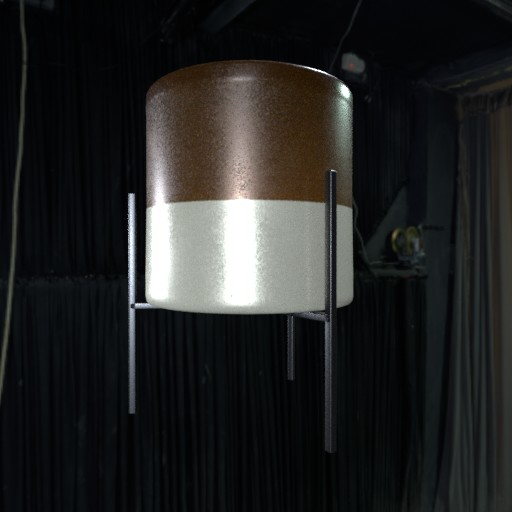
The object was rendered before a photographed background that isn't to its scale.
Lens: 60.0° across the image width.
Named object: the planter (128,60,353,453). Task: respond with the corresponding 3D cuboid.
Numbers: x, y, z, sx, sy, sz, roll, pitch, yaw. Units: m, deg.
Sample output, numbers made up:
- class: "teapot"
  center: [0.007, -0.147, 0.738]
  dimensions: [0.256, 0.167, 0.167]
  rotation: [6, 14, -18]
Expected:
- class: "planter"
  center: [0.000, 0.000, 0.535]
  dimensions: [0.255, 0.375, 0.269]
  rotation: [0, 0, -36]
